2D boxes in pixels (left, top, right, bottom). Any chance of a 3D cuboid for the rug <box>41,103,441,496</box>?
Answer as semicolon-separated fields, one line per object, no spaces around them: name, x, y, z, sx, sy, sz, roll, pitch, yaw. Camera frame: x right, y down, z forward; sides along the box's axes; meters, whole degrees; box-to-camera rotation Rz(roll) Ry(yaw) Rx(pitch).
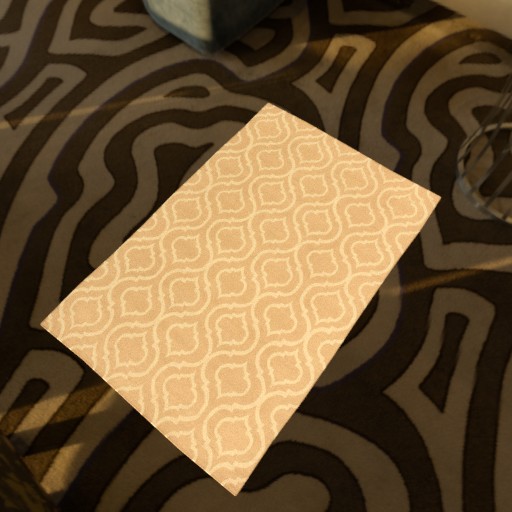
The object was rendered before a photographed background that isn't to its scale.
rug;0.000;0.000;2.179;1.152;0.013;1.761;34;67;16
